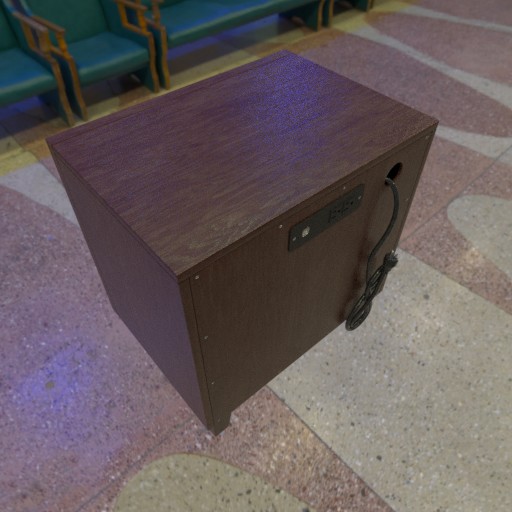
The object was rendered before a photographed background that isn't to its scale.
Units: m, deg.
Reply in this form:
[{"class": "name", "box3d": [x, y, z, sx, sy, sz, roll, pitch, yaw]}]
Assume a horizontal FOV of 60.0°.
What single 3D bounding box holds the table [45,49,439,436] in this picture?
[{"class": "table", "box3d": [0.000, 0.000, 0.980, 0.557, 0.609, 0.449, -32, 55, -26]}]
